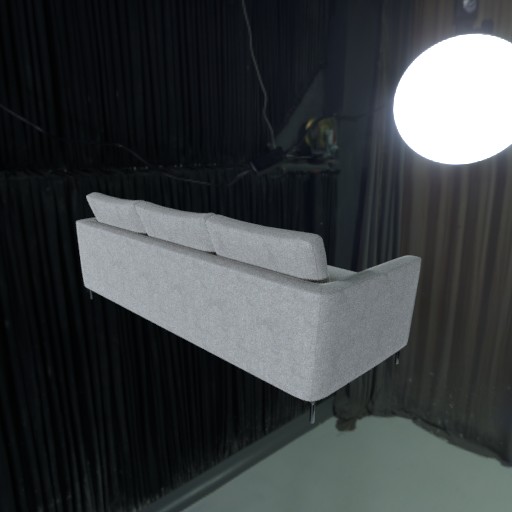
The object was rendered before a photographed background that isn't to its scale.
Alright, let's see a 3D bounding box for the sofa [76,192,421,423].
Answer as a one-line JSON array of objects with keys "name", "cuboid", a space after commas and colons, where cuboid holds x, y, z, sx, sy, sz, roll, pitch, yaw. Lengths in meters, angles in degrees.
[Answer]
[{"name": "sofa", "cuboid": [0.000, 0.000, 3.208, 1.626, 0.864, 2.438, -14, 20, -43]}]
